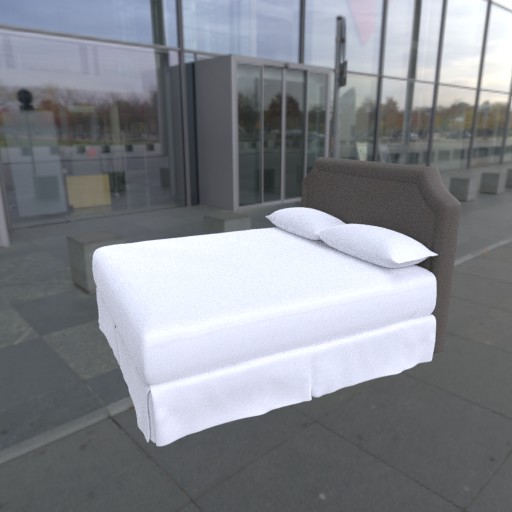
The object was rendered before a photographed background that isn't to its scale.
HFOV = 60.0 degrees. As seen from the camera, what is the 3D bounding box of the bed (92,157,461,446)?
[{"bbox_3d":[0.000,0.000,3.896,2.536,1.561,2.194,-8,18,-26],"label":"bed"}]
